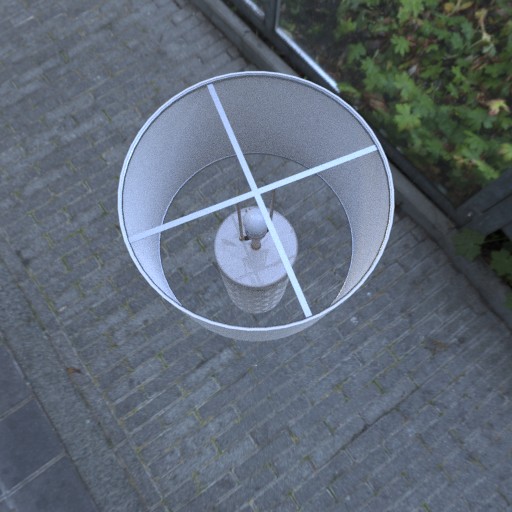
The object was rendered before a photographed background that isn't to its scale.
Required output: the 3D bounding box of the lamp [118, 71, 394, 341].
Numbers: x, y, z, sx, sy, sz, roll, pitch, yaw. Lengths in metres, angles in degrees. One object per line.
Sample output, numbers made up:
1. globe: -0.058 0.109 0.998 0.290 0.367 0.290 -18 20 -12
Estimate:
1. lamp: 0.000 0.000 0.831 0.325 0.636 0.324 -21 77 -5
